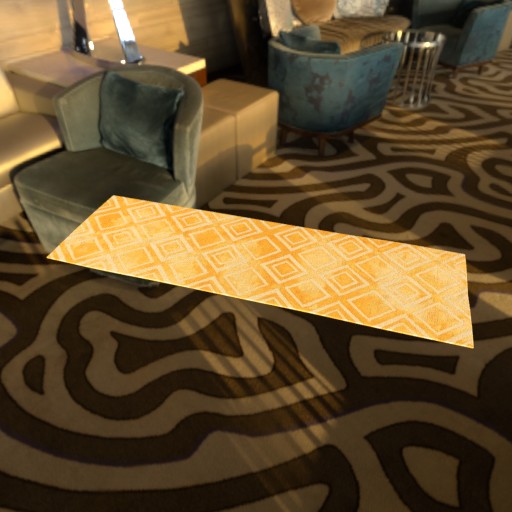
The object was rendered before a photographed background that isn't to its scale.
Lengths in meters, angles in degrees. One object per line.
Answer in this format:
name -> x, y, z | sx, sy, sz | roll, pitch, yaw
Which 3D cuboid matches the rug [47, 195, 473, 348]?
rug -> 0.000, 0.000, 2.703 | 2.438, 0.010, 0.775 | 11, 40, 13
